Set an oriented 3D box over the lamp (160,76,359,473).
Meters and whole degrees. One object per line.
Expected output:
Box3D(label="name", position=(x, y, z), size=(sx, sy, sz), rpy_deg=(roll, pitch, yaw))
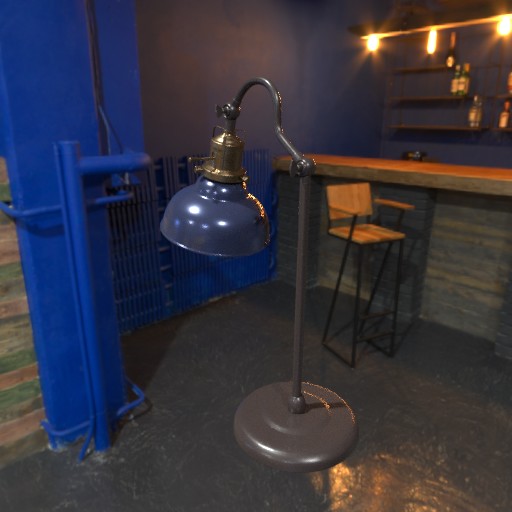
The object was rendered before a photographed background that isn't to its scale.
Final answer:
Box3D(label="lamp", position=(0.000, 0.000, 0.675), size=(0.192, 0.508, 0.374), rpy_deg=(-15, 23, -40))
